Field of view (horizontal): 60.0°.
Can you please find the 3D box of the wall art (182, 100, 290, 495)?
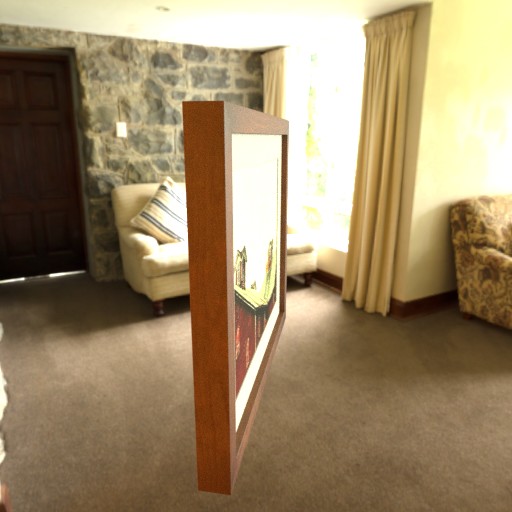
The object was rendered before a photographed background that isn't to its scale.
[{"bbox_3d":[0.000,0.000,0.539,0.030,0.328,0.401,3,15,10],"label":"wall art"}]
